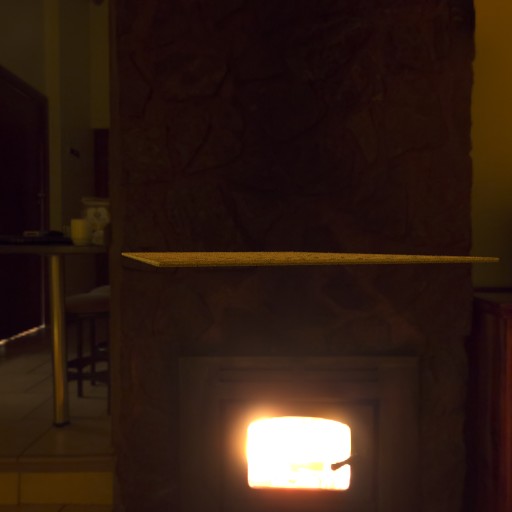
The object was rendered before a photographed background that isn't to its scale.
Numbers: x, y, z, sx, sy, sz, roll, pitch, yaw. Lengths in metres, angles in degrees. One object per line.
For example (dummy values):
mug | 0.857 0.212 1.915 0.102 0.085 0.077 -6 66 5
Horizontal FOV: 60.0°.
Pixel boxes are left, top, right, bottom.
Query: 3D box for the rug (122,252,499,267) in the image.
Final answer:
rug | 0.000 0.000 2.258 1.219 0.016 1.829 0 1 -20
